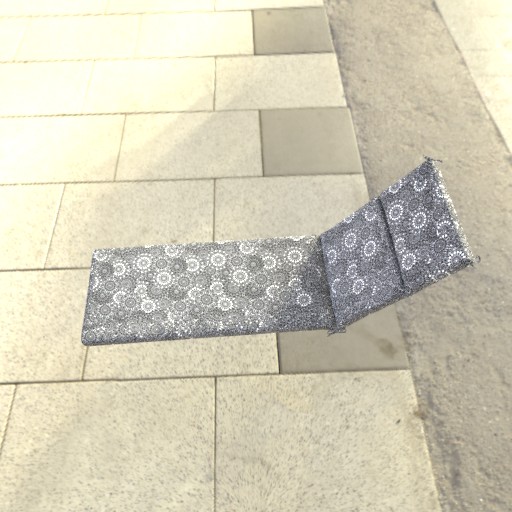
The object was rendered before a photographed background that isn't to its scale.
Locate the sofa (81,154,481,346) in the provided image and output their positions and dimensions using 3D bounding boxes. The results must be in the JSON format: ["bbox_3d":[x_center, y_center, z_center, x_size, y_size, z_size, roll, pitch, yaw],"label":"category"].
[{"bbox_3d":[0.000,0.000,1.991,1.663,0.622,0.582,-4,58,-2],"label":"sofa"}]
